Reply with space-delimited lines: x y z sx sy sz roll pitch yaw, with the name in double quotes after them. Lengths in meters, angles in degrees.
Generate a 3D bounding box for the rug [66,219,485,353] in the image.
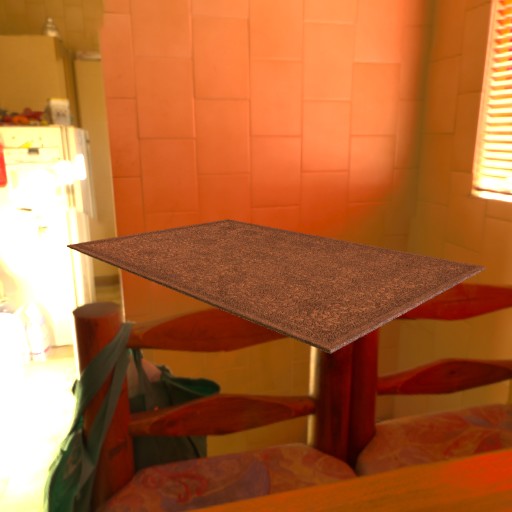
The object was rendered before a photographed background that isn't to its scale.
0.000 0.000 2.282 1.208 0.012 1.819 -14 20 -43 "rug"
